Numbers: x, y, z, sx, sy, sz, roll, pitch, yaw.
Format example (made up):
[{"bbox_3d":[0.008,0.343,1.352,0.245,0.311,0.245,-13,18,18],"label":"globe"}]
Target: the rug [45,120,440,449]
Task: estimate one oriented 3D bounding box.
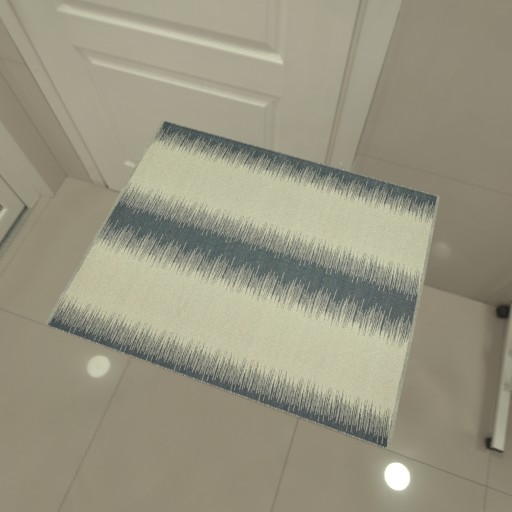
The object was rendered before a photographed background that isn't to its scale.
[{"bbox_3d":[0.000,0.000,4.117,3.037,0.004,2.453,17,65,8],"label":"rug"}]
